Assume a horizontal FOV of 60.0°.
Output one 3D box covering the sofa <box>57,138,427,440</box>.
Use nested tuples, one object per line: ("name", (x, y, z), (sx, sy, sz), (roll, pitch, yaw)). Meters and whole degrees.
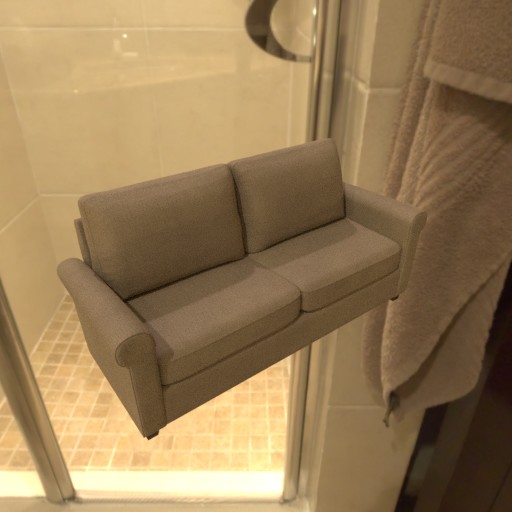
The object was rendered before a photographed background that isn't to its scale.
("sofa", (0.000, 0.000, 2.472), (1.935, 0.942, 0.842), (-21, 37, -31))
